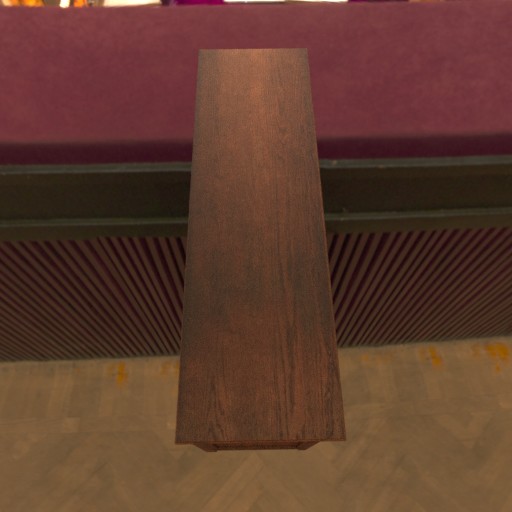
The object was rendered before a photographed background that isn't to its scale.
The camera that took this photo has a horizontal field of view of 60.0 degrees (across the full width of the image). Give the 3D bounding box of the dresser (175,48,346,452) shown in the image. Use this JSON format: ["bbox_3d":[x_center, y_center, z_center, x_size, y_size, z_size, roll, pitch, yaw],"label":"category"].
[{"bbox_3d":[0.000,0.000,1.916,0.463,0.856,1.551,-1,63,0],"label":"dresser"}]
